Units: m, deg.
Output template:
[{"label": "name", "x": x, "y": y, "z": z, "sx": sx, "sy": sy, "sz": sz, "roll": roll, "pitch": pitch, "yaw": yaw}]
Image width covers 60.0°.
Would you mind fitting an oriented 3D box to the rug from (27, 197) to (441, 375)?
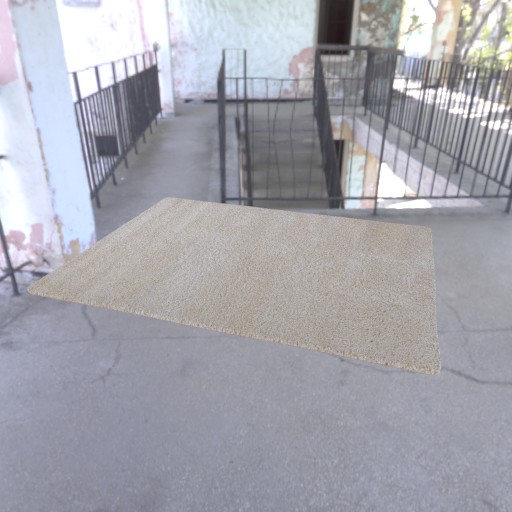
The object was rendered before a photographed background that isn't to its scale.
[{"label": "rug", "x": 0.000, "y": 0.000, "z": 2.106, "sx": 1.600, "sy": 0.025, "sz": 1.199, "roll": 8, "pitch": 28, "yaw": 16}]
